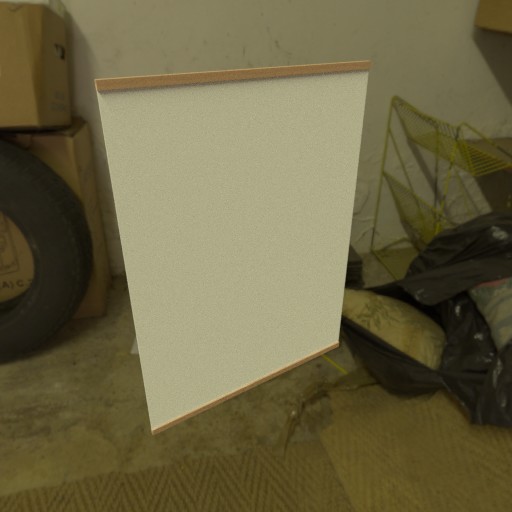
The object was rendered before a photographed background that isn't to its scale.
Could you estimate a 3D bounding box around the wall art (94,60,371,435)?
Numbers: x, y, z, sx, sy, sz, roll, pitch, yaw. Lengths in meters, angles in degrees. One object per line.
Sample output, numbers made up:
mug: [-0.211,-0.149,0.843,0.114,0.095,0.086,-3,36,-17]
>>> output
wall art: [0.000,0.000,1.299,0.758,1.016,0.013,-17,33,-29]
